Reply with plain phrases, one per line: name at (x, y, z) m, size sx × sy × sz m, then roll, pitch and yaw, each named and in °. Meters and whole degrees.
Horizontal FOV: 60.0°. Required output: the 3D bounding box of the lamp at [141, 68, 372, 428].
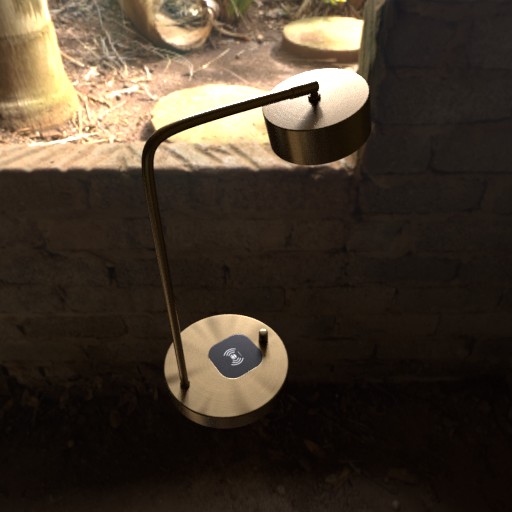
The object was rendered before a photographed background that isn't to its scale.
lamp at (0.000, 0.000, 0.524) m, size 0.270 × 0.380 × 0.171 m, roll -25°, pitch 46°, yaw -26°
